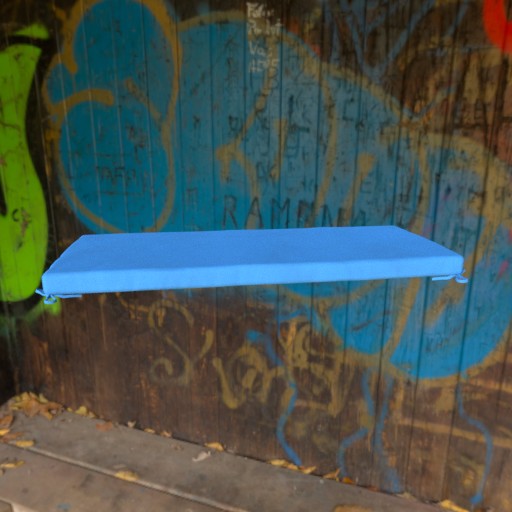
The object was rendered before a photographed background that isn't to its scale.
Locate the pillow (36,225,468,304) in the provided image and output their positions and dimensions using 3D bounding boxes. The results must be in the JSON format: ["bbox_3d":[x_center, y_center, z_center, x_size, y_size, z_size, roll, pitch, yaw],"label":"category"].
[{"bbox_3d":[0.000,0.000,1.379,1.187,0.081,0.492,-2,16,-8],"label":"pillow"}]
